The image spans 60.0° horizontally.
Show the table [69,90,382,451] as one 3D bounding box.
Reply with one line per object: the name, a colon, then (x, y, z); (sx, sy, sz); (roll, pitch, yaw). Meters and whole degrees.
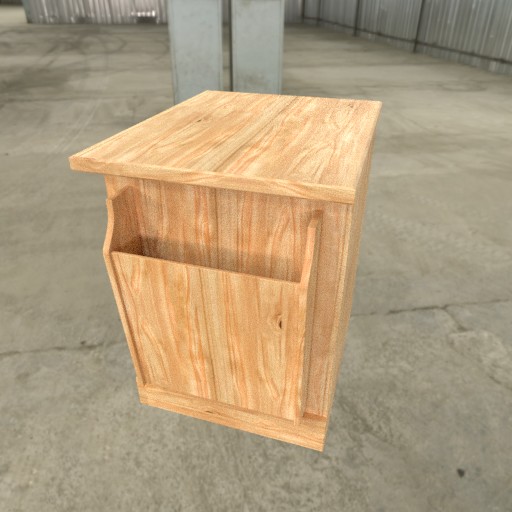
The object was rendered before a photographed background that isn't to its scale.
table: (0.000, 0.000, 0.868); (0.380, 0.515, 0.530); (9, 32, 15)
